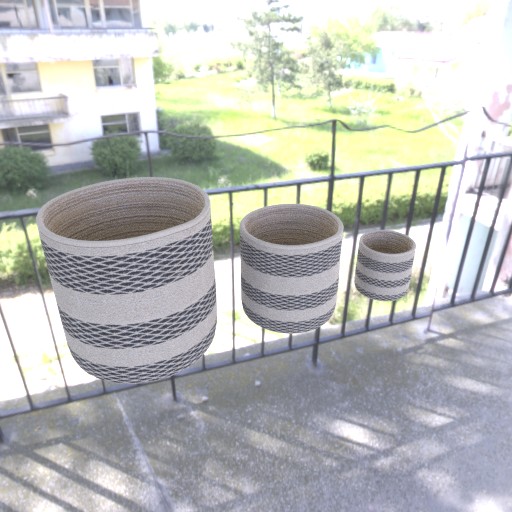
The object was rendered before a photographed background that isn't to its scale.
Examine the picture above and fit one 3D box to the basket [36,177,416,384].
[{"bbox_3d":[0.000,0.000,1.085,0.917,0.356,0.351,-10,30,-17],"label":"basket"}]
